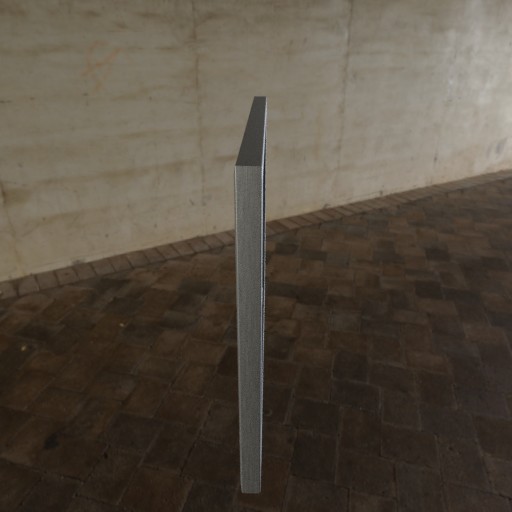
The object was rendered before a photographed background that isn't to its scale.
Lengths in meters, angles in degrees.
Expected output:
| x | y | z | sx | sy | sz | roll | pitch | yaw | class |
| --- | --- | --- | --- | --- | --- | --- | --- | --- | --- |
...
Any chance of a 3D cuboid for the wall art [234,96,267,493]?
| x | y | z | sx | sy | sz | roll | pitch | yaw | class |
| --- | --- | --- | --- | --- | --- | --- | --- | --- | --- |
| 0.000 | 0.000 | 0.759 | 0.028 | 0.457 | 0.556 | 1 | 26 | 1 | wall art |
